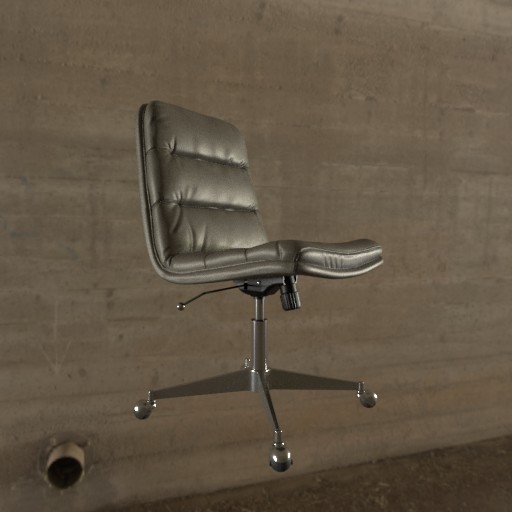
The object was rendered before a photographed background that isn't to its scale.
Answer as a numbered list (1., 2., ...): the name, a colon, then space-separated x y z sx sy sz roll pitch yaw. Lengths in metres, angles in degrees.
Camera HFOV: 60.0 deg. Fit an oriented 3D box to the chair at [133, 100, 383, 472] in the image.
1. chair: 0.000 0.000 1.037 0.485 0.738 0.422 1 2 37
